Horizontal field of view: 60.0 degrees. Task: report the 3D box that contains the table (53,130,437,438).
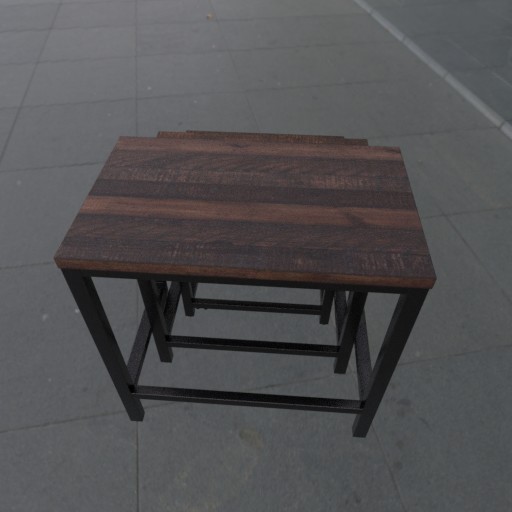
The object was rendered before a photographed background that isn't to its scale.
[{"bbox_3d":[0.000,0.000,1.148,0.608,0.616,0.660,3,46,3],"label":"table"}]
